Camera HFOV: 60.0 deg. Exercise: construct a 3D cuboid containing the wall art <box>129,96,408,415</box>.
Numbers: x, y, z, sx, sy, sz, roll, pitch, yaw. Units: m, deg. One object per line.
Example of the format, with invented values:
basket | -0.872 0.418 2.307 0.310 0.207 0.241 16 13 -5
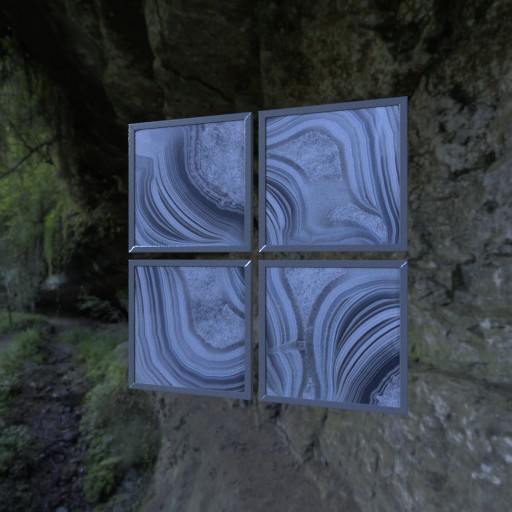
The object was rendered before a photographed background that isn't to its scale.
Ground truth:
wall art | 0.000 0.000 1.729 1.118 1.118 0.029 0 0 17
